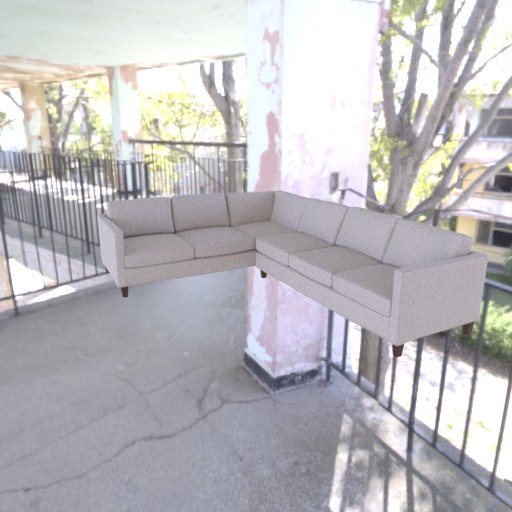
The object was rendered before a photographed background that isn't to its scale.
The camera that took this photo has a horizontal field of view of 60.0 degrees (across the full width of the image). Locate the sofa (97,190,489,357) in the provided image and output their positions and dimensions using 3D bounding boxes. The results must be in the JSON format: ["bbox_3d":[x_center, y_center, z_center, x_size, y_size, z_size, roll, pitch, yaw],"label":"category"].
[{"bbox_3d":[0.000,0.000,4.299,2.432,0.863,3.182,-8,18,-27],"label":"sofa"}]
